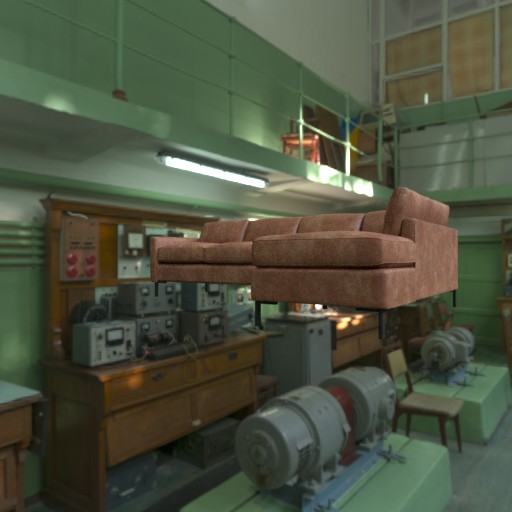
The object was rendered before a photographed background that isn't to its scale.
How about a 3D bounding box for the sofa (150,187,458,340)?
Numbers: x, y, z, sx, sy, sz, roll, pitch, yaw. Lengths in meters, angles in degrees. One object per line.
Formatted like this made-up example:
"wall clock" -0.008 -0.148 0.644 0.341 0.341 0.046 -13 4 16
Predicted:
"sofa" 0.000 0.000 3.885 2.984 0.877 1.938 0 0 35
